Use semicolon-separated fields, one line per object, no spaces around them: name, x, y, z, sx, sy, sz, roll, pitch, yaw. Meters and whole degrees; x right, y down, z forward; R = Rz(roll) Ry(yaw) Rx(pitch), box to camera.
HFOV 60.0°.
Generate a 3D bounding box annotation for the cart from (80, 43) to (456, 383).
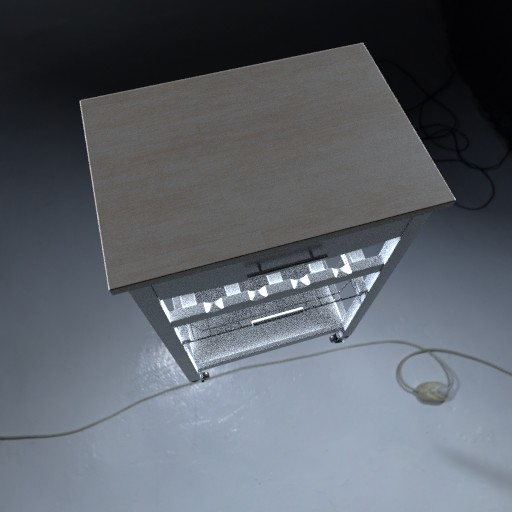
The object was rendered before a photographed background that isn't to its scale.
cart;0.000;0.000;1.171;0.578;0.857;0.406;-15;64;-7
